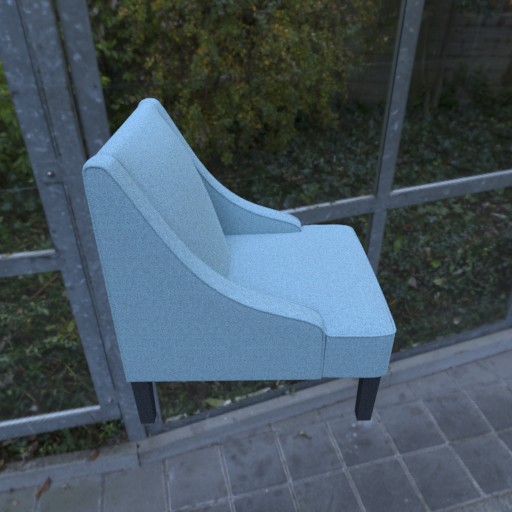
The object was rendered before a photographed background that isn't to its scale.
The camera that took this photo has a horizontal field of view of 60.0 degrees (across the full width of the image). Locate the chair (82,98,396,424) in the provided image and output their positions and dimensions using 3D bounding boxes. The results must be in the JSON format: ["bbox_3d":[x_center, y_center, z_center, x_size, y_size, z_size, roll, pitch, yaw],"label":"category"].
[{"bbox_3d":[0.000,0.000,1.900,1.025,1.133,0.857,0,32,-1],"label":"chair"}]
